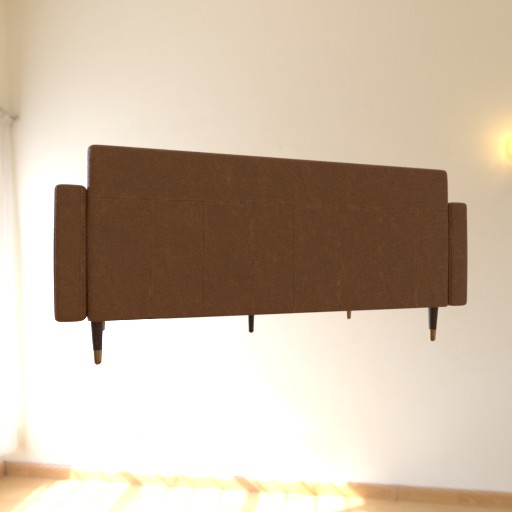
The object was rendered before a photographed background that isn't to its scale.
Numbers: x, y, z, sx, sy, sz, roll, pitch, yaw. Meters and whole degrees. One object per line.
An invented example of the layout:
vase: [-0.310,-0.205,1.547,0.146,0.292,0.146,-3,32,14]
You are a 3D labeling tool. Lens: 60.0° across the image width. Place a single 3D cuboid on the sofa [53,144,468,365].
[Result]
sofa: [0.000,0.000,2.302,1.847,0.821,0.993,0,0,-18]
